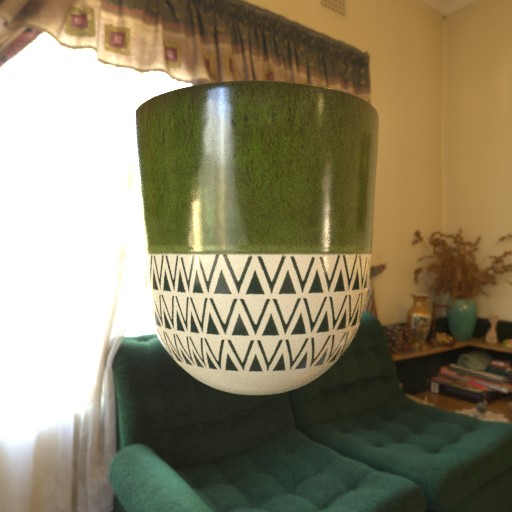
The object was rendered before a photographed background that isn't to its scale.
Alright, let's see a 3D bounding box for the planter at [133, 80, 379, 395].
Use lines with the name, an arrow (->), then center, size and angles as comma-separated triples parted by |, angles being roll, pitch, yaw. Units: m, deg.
planter -> 0.000, 0.000, 0.460 | 0.245, 0.270, 0.245 | 0, 0, 0
